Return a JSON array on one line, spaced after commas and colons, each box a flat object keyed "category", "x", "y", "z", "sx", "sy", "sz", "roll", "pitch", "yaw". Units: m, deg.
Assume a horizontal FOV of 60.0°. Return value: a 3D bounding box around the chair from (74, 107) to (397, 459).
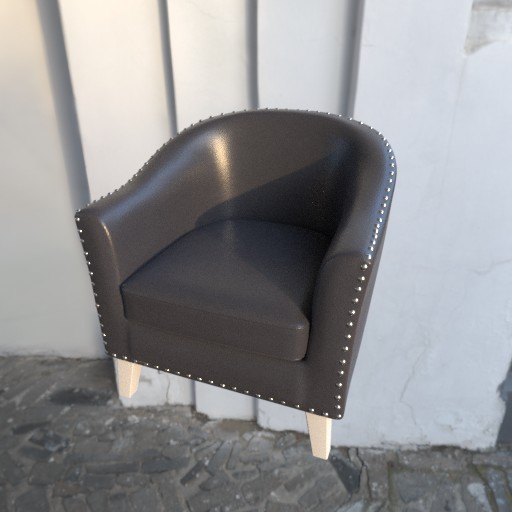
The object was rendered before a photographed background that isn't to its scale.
[{"category": "chair", "x": 0.000, "y": 0.000, "z": 1.430, "sx": 0.794, "sy": 0.823, "sz": 0.748, "roll": 10, "pitch": 28, "yaw": 19}]
